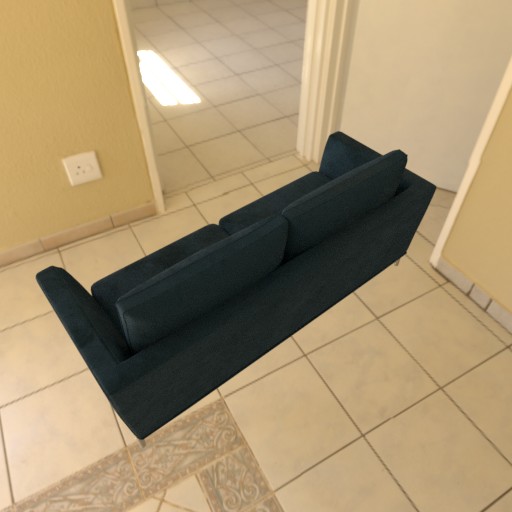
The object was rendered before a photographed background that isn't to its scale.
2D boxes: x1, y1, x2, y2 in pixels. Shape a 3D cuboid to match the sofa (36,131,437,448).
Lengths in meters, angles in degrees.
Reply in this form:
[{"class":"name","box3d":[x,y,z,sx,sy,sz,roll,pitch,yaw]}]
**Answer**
[{"class":"sofa","box3d":[0.000,0.000,2.663,2.212,0.998,0.853,-30,53,-26]}]
